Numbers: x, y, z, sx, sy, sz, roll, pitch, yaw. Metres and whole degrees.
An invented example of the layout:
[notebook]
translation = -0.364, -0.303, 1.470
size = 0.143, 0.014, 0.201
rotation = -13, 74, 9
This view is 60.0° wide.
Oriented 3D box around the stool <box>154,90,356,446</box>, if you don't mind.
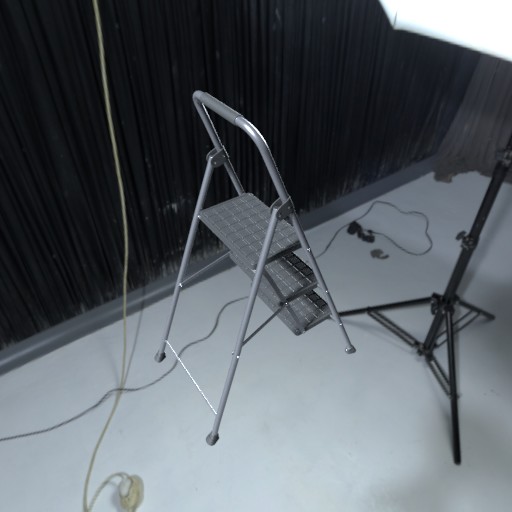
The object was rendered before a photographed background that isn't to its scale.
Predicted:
[stool]
translation = 0.000, 0.000, 1.513
size = 0.733, 1.121, 0.473
rotation = -25, 48, -25
